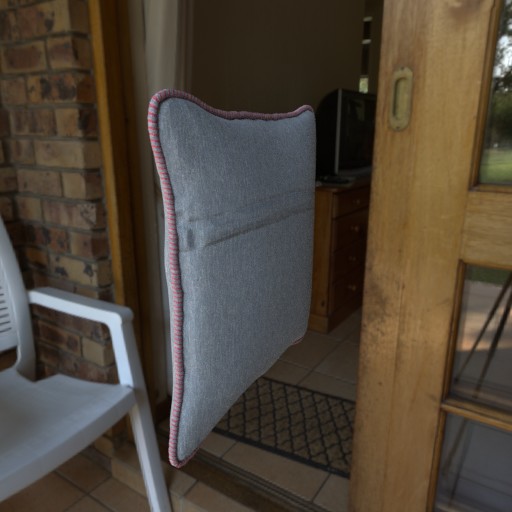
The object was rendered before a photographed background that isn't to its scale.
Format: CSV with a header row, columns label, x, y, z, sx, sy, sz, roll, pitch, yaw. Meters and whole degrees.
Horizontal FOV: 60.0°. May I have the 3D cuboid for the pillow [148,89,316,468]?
label,x,y,z,sx,sy,sz,roll,pitch,yaw
pillow,0.000,0.000,0.732,0.124,0.491,0.482,8,18,27
